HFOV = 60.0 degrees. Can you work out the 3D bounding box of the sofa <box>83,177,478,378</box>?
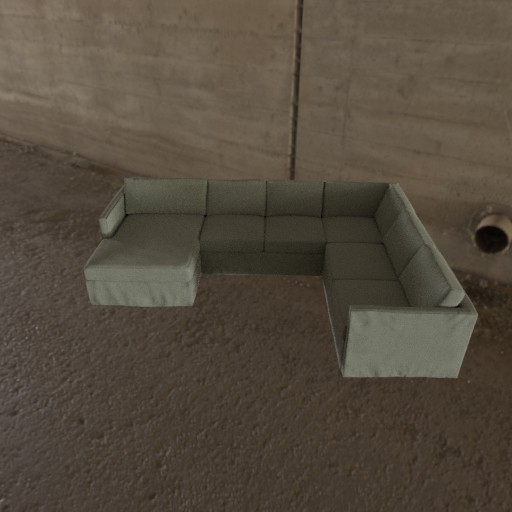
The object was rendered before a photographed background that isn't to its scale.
[{"bbox_3d":[0.000,0.000,4.531,3.434,0.869,2.440,1,31,2],"label":"sofa"}]
